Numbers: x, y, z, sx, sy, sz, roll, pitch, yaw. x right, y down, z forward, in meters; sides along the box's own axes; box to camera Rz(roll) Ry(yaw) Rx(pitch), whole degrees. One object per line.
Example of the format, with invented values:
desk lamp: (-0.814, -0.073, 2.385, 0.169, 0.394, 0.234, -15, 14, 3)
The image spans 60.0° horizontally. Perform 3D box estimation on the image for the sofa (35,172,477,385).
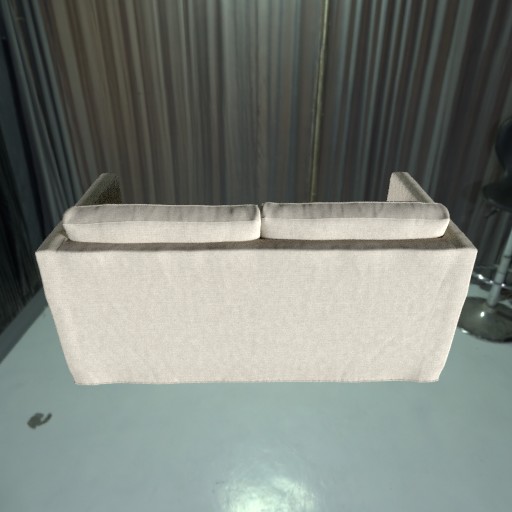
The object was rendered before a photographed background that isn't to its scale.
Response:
sofa: (0.000, 0.000, 2.265, 1.766, 0.828, 0.956, 0, 30, -1)
